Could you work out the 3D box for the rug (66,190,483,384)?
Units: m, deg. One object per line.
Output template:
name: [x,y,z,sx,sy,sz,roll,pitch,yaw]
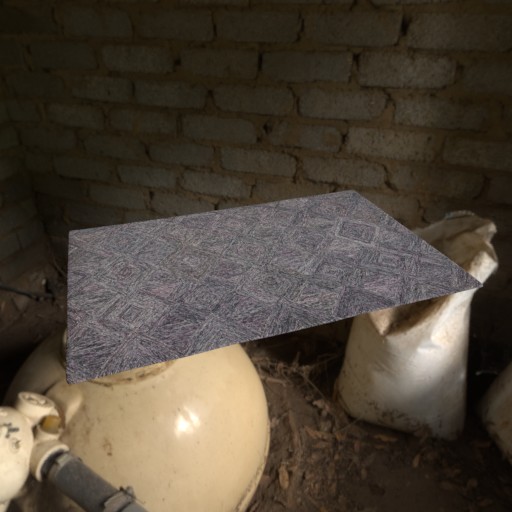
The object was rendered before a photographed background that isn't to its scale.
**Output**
rug: [0.000,0.000,2.188,1.752,0.013,1.158,-10,33,-17]
